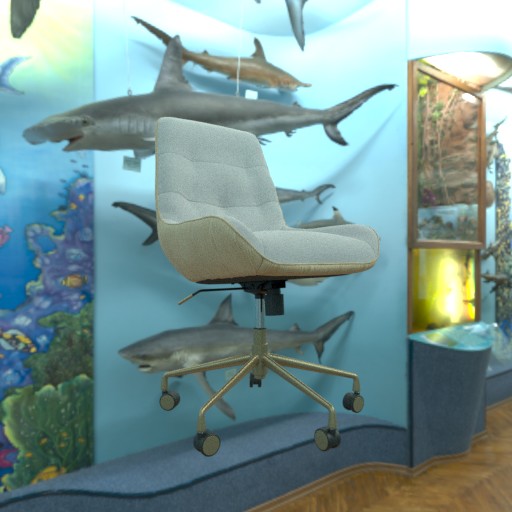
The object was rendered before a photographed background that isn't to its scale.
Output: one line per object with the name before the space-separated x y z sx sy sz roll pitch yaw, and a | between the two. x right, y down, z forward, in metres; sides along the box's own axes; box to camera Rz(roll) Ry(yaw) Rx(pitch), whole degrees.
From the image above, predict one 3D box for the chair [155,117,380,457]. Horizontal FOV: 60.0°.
chair | 0.000 0.000 1.343 0.564 0.952 0.668 0 0 -35
